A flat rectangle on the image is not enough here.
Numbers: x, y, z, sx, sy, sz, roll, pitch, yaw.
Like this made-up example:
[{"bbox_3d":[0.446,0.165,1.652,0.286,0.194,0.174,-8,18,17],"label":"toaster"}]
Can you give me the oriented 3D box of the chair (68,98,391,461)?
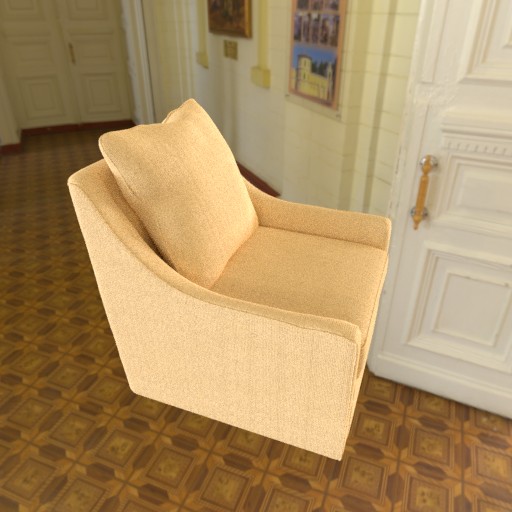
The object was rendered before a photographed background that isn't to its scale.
[{"bbox_3d":[0.000,0.000,1.567,0.876,0.927,0.760,11,33,18],"label":"chair"}]
